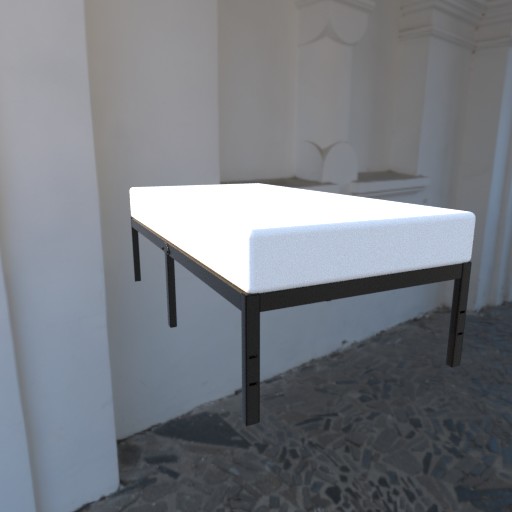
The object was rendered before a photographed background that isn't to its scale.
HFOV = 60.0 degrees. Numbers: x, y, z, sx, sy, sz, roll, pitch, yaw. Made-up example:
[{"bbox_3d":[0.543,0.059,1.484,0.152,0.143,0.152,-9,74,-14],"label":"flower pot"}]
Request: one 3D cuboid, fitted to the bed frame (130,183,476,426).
[{"bbox_3d":[0.000,0.000,2.461,1.023,0.659,1.950,-6,14,-25],"label":"bed frame"}]
